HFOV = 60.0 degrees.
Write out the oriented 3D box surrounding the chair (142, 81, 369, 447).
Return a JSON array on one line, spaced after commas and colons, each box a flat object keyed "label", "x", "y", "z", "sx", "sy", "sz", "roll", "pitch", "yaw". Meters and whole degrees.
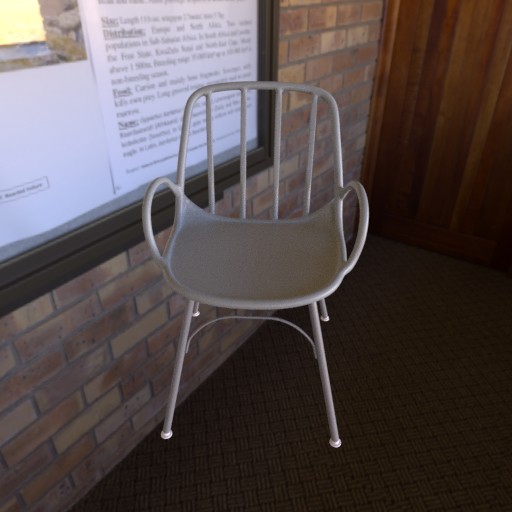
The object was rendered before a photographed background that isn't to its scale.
[{"label": "chair", "x": 0.000, "y": 0.000, "z": 1.232, "sx": 0.549, "sy": 0.816, "sz": 0.597, "roll": 2, "pitch": 32, "yaw": 3}]
